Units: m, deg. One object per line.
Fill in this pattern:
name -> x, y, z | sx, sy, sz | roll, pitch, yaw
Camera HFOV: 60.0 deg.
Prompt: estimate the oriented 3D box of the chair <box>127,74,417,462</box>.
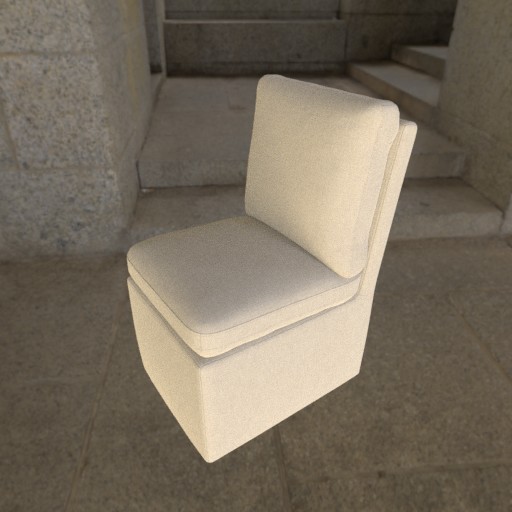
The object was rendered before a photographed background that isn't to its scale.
chair -> 0.000, 0.000, 1.331 | 0.698, 0.927, 0.503 | -20, 36, -29
